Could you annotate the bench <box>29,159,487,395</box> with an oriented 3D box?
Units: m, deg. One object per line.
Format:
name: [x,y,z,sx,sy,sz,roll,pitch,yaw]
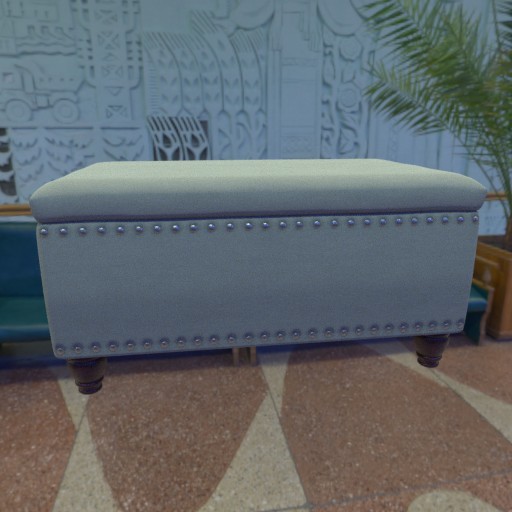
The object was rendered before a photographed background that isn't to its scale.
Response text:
bench: [0.000,0.000,1.128,0.887,0.449,0.500,-2,17,-8]
